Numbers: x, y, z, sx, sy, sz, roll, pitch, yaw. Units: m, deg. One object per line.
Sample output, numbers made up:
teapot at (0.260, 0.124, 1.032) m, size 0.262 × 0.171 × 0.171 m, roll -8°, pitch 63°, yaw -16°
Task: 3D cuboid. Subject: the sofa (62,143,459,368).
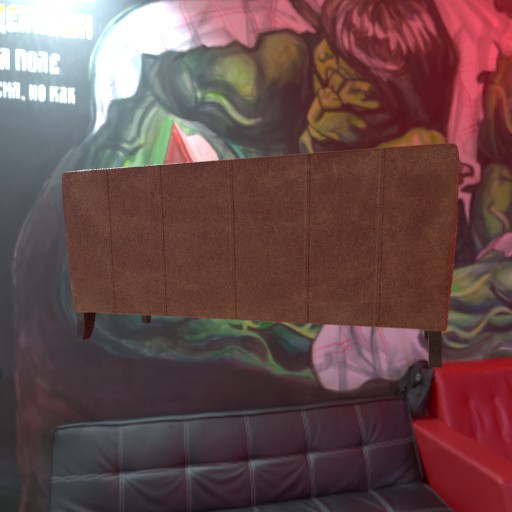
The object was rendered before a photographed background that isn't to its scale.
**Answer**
sofa at (0.000, 0.000, 2.528) m, size 2.053 × 0.947 × 0.805 m, roll 0°, pitch 0°, yaw 19°
